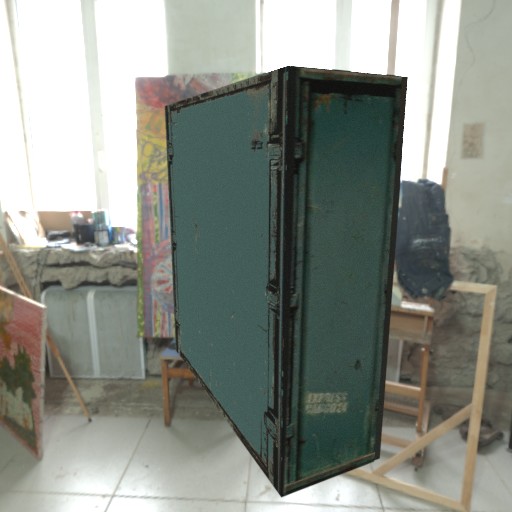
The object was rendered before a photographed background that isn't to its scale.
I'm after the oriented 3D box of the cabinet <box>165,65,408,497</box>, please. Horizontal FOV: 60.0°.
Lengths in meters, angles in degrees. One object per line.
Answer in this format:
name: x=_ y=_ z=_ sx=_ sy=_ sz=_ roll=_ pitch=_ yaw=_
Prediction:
cabinet: x=0.000 y=0.000 z=3.141 sx=0.680 sy=2.160 sz=2.000 roll=-7 pitch=15 yaw=-25
